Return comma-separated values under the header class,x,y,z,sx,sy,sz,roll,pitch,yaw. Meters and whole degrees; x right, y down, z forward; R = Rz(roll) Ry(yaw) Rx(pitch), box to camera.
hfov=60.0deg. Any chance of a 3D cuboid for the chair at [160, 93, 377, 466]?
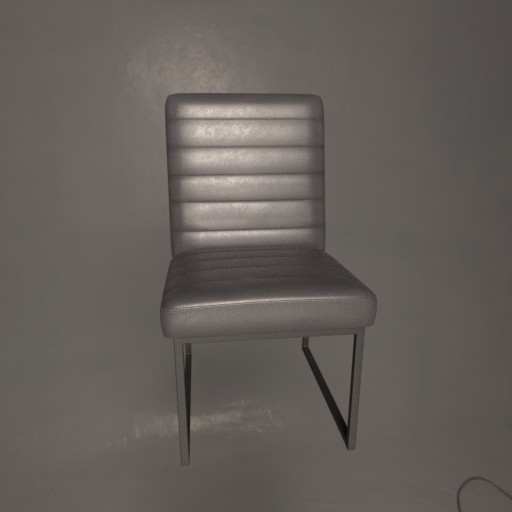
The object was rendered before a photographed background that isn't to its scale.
class,x,y,z,sx,sy,sz,roll,pitch,yaw
chair,0.000,0.000,1.310,0.520,0.930,0.634,-2,18,-7
